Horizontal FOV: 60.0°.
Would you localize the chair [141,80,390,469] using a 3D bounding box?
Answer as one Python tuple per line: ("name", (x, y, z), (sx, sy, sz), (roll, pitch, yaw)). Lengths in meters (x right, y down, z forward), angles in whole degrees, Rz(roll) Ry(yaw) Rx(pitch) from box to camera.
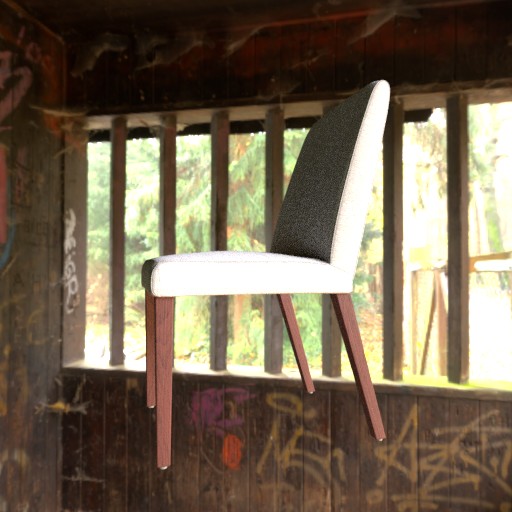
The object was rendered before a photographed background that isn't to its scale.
("chair", (0.000, 0.000, 1.215), (0.594, 0.900, 0.480), (0, -1, -17))
